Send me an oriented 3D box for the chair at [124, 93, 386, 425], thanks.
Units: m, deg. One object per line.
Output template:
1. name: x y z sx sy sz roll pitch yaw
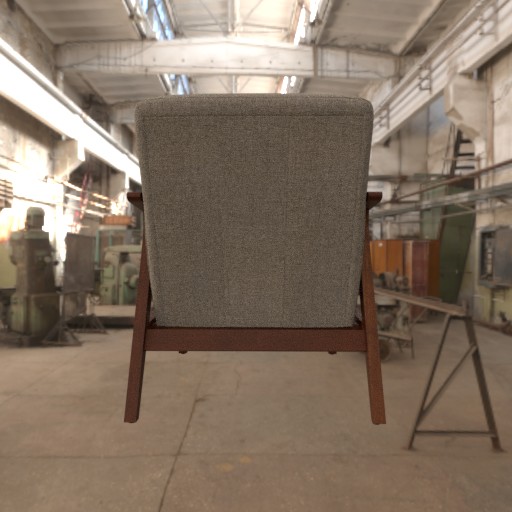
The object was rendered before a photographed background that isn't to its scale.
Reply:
1. chair: 0.000 0.000 1.488 0.704 0.847 0.858 0 1 1
